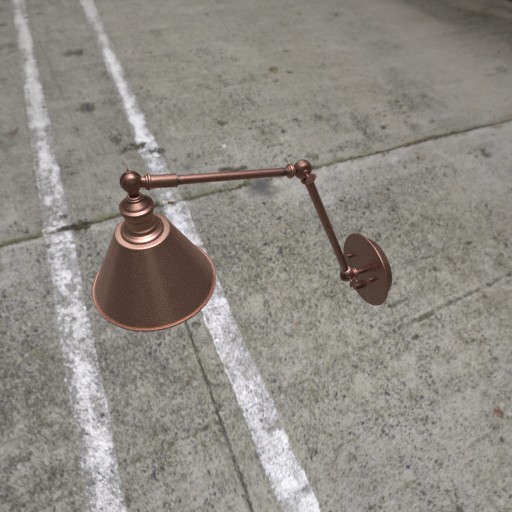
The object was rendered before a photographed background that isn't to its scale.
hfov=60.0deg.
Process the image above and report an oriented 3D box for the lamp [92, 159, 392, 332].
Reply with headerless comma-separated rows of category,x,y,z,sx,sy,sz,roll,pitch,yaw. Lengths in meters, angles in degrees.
lamp,0.000,0.000,0.879,0.624,0.502,0.223,-17,48,-16
